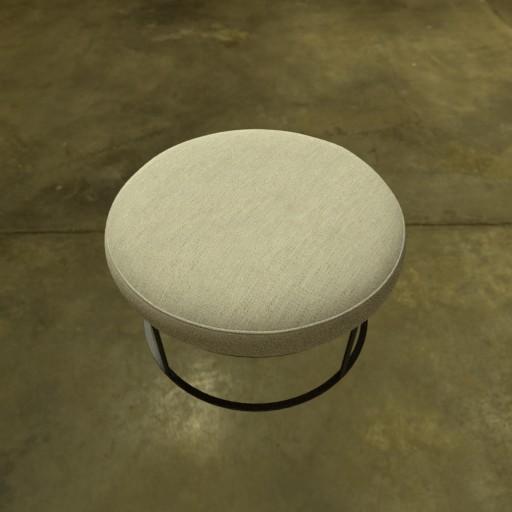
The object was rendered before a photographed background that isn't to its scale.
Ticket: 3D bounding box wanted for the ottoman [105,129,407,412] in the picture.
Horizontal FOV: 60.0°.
[{"bbox_3d":[0.000,0.000,1.256,0.769,0.459,0.769,0,47,0],"label":"ottoman"}]
